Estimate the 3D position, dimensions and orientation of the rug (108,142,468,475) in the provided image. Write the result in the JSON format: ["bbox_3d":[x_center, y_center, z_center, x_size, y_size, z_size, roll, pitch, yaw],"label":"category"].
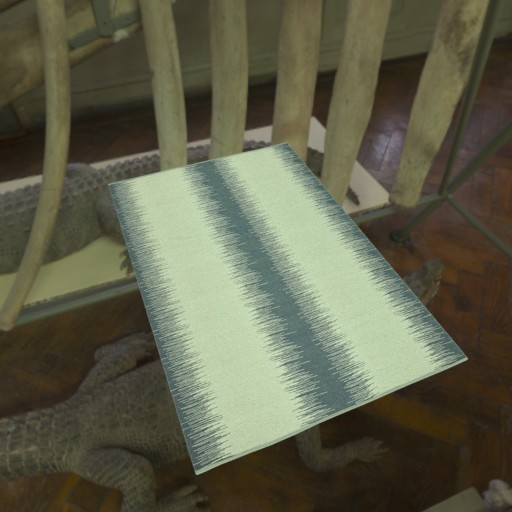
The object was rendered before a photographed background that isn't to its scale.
[{"bbox_3d":[0.000,0.000,2.346,1.234,0.006,1.854,-17,49,-15],"label":"rug"}]
